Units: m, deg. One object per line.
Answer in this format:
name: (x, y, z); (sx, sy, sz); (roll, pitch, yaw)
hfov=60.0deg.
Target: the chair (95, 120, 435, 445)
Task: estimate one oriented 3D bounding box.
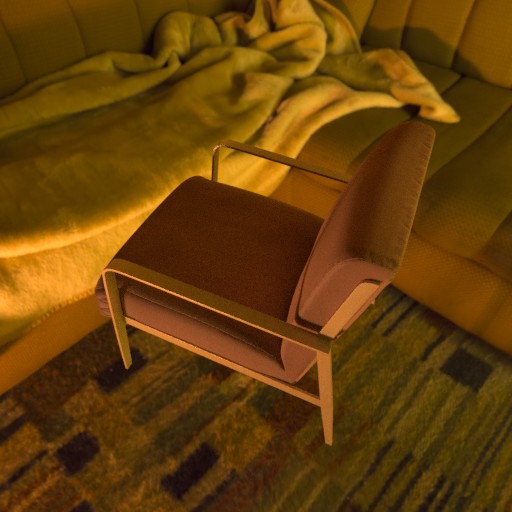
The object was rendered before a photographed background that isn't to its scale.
chair: (0.000, 0.000, 1.438); (0.848, 0.823, 0.701); (17, 48, 16)
